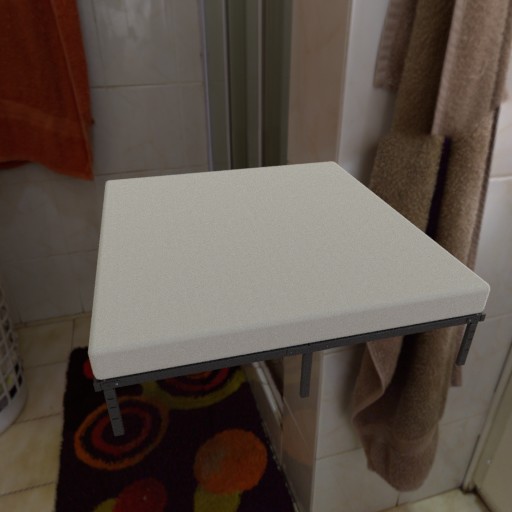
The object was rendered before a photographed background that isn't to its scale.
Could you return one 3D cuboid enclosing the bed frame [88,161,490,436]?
[{"bbox_3d":[0.000,0.000,3.851,2.526,0.680,2.635,-7,31,-12],"label":"bed frame"}]
